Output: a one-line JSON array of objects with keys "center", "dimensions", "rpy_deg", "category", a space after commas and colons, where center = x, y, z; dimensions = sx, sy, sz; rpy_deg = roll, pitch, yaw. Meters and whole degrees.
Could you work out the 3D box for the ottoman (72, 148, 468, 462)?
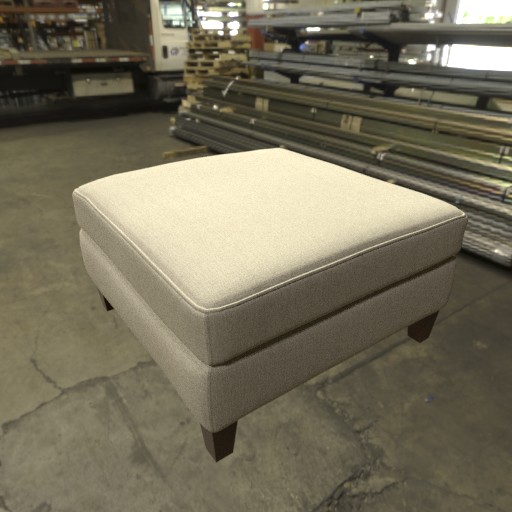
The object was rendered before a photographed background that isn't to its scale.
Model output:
[{"center": [0.000, 0.000, 1.342], "dimensions": [0.838, 0.478, 0.838], "rpy_deg": [-18, 33, -31], "category": "ottoman"}]
